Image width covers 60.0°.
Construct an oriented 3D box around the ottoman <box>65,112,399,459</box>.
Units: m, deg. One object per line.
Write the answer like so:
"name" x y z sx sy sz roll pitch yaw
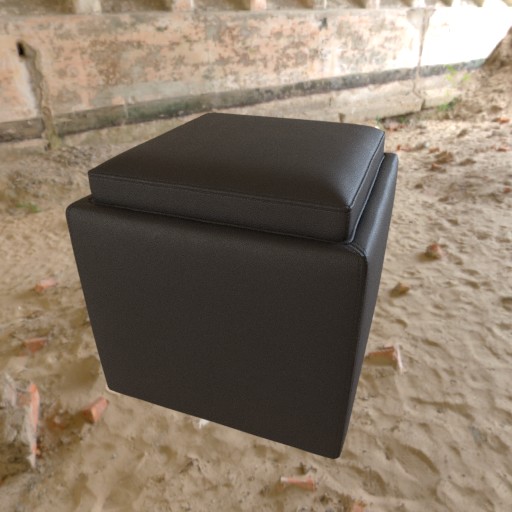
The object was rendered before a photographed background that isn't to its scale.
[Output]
"ottoman" 0.000 0.000 0.829 0.450 0.460 0.451 10 31 17
